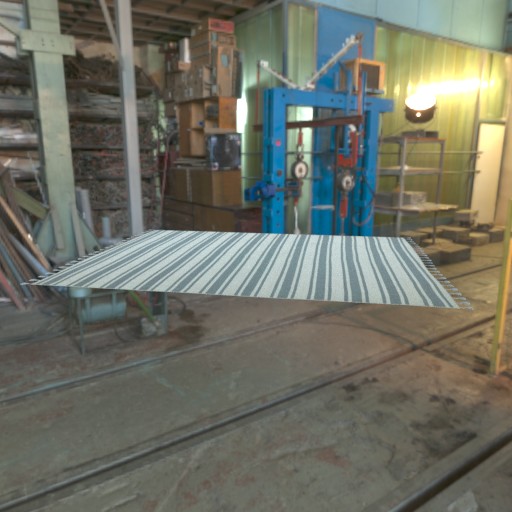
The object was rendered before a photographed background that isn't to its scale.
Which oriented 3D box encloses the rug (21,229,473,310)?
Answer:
[{"bbox_3d":[0.000,0.000,4.191,3.201,0.005,2.439,2,13,10],"label":"rug"}]
